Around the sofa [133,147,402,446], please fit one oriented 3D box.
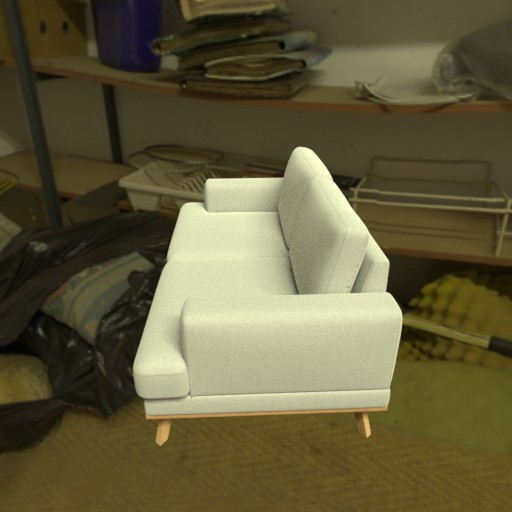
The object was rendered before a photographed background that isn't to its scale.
[{"bbox_3d":[0.000,0.000,2.201,0.915,0.810,1.651,-1,26,-2],"label":"sofa"}]
